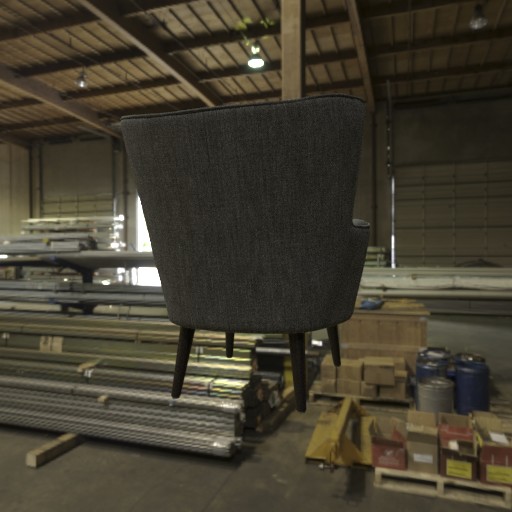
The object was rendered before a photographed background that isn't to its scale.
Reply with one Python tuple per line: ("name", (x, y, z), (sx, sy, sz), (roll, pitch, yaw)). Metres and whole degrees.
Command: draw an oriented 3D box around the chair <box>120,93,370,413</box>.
("chair", (0.000, 0.000, 1.587), (0.781, 0.933, 0.888), (0, 1, 18))
